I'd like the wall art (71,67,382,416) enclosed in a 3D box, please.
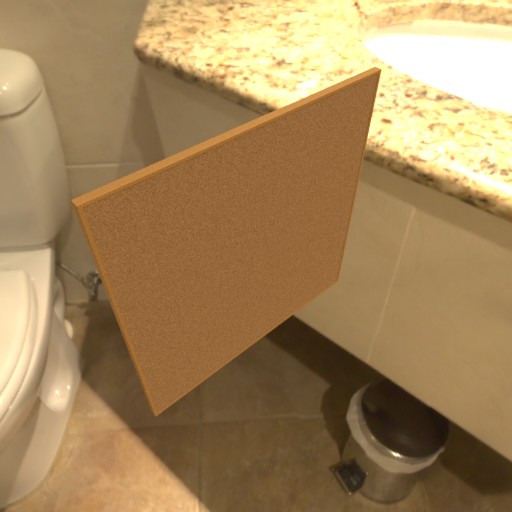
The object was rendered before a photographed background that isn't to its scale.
[{"bbox_3d":[0.000,0.000,0.686,0.457,0.455,0.013,-32,54,-27],"label":"wall art"}]
